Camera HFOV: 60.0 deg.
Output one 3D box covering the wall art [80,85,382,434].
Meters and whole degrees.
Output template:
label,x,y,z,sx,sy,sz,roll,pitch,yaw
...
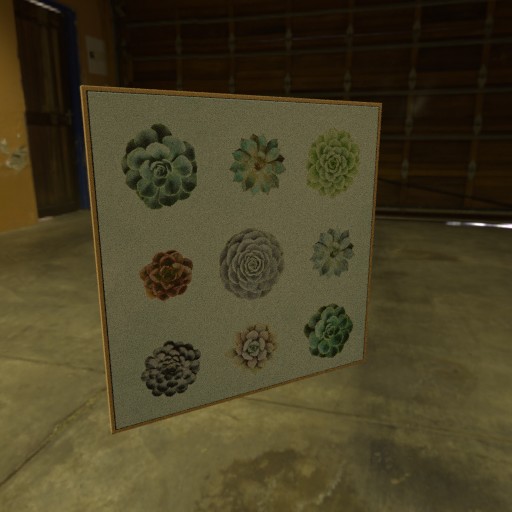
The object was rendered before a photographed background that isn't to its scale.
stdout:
label,x,y,z,sx,sy,sz,roll,pitch,yaw
wall art,0.000,0.000,0.962,0.657,0.655,0.014,-7,16,-27
